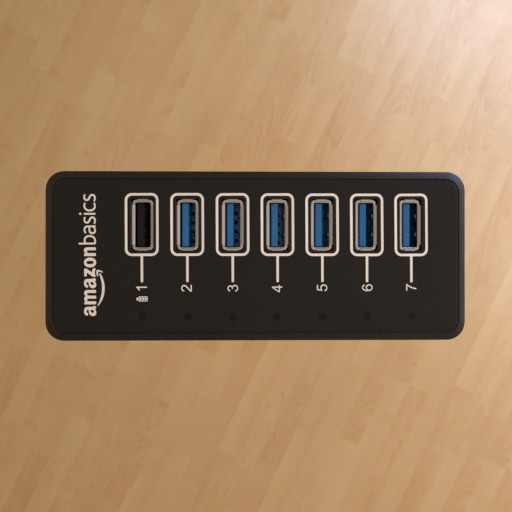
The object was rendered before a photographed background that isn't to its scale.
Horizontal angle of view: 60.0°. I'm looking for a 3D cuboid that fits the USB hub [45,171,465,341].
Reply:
[{"bbox_3d":[0.000,0.000,0.126,0.110,0.023,0.044,0,90,-1],"label":"USB hub"}]
